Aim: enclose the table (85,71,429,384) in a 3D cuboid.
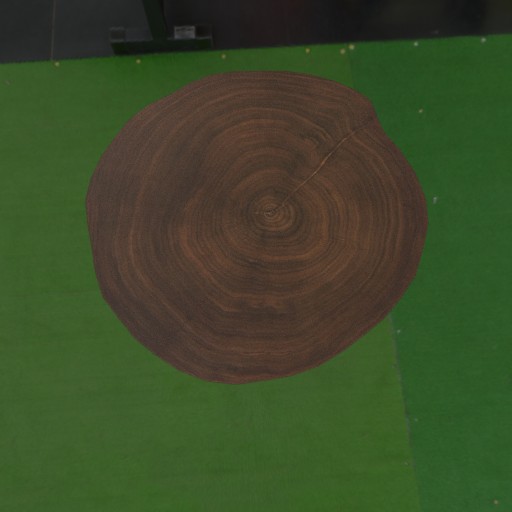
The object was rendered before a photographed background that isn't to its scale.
[{"bbox_3d":[0.000,0.000,0.865,0.494,0.476,0.477,-2,74,-1],"label":"table"}]
